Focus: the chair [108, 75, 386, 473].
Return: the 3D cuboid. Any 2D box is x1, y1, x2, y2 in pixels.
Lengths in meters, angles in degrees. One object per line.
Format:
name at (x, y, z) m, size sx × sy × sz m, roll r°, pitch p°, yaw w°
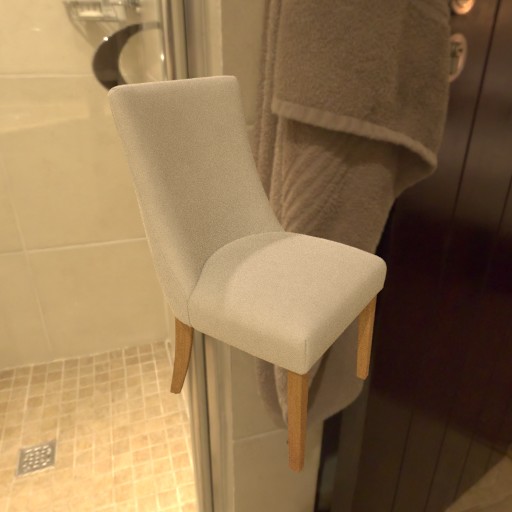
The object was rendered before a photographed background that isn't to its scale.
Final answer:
chair at (0.000, 0.000, 1.247) m, size 0.610 × 0.902 × 0.495 m, roll 17°, pitch 31°, yaw 31°
